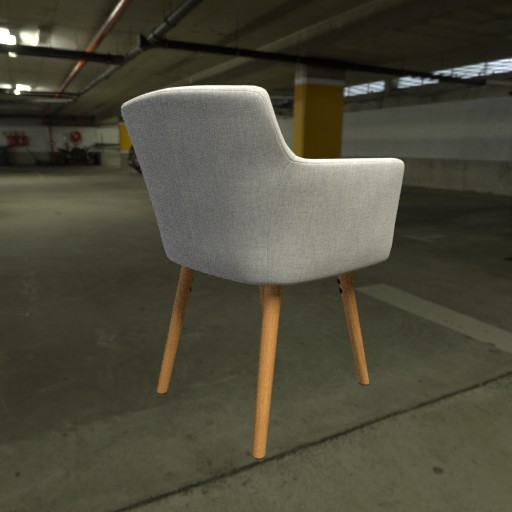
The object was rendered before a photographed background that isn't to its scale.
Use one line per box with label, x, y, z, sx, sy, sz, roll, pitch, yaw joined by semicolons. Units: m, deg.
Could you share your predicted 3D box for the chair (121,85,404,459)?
chair;0.000;0.000;1.150;0.570;0.780;0.540;13;19;43
